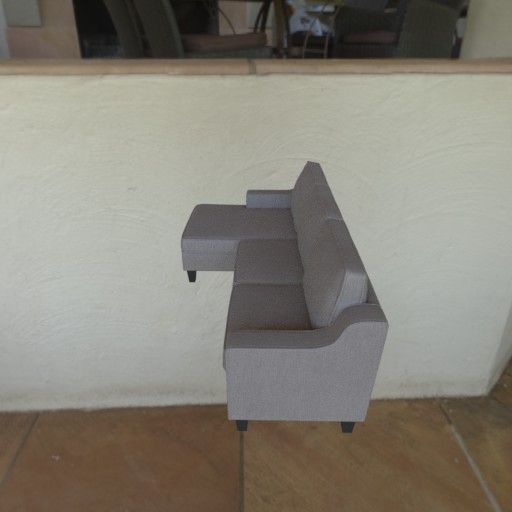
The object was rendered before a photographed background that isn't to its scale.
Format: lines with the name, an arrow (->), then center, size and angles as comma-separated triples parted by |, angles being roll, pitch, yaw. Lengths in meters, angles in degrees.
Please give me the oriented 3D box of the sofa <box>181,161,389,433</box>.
sofa -> 0.000, 0.000, 3.308 | 1.294, 0.928, 2.561 | 1, 26, 1
